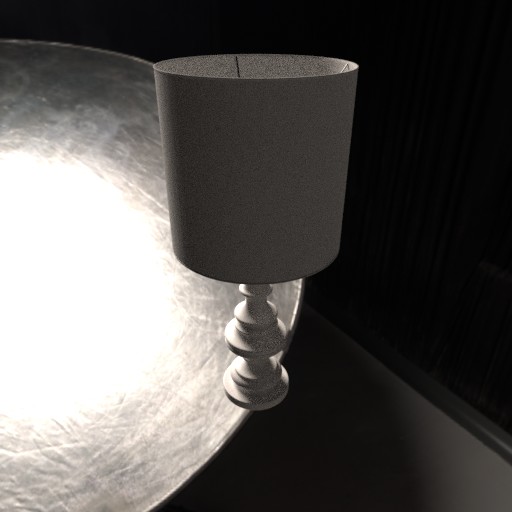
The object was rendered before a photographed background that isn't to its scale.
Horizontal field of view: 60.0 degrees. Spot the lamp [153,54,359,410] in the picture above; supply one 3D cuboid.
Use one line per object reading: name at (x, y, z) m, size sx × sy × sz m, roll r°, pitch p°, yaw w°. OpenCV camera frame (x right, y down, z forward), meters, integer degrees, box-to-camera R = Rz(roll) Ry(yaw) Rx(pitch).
lamp at (0.000, 0.000, 0.570) m, size 0.208 × 0.455 × 0.208 m, roll -18°, pitch 34°, yaw -29°
